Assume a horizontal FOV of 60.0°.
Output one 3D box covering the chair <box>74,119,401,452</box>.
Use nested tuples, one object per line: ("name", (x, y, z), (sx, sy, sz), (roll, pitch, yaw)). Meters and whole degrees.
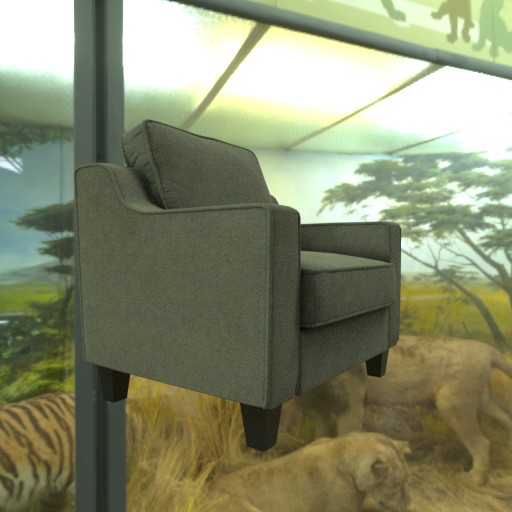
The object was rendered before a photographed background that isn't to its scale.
("chair", (0.000, 0.000, 1.606), (0.840, 0.944, 0.926), (1, 1, 36))
